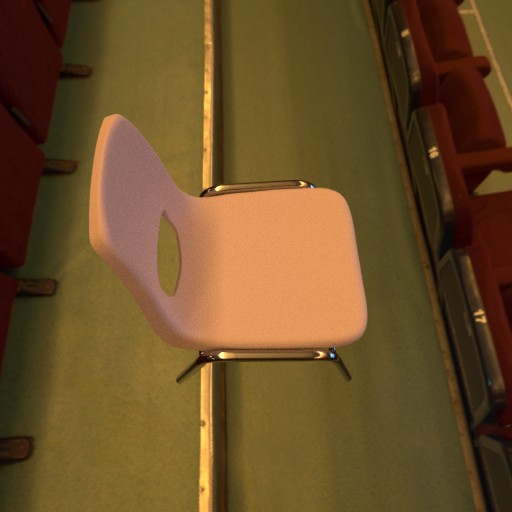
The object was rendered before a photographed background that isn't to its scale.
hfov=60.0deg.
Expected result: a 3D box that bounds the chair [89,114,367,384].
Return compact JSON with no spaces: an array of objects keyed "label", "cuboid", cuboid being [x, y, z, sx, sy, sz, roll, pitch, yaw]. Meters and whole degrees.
[{"label":"chair","cuboid":[0.000,0.000,0.763,0.385,0.537,0.354,-3,65,-1]}]
